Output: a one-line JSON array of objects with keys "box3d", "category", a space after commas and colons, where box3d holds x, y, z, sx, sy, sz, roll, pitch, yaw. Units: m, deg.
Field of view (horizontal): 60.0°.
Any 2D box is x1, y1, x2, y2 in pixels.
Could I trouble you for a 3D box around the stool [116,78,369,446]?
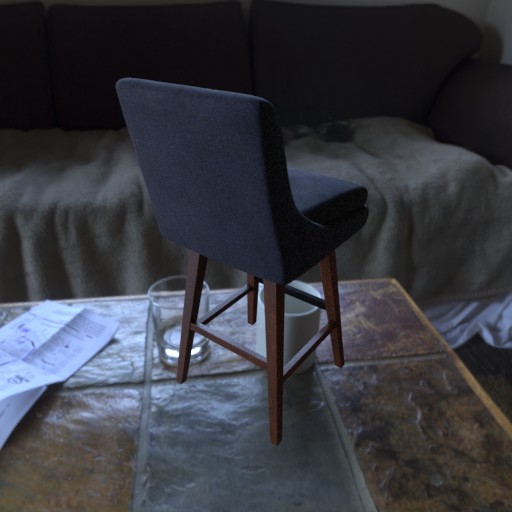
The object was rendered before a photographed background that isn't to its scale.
[{"box3d": [0.000, 0.000, 1.380, 0.489, 1.068, 0.572, 21, 36, 32], "category": "stool"}]
